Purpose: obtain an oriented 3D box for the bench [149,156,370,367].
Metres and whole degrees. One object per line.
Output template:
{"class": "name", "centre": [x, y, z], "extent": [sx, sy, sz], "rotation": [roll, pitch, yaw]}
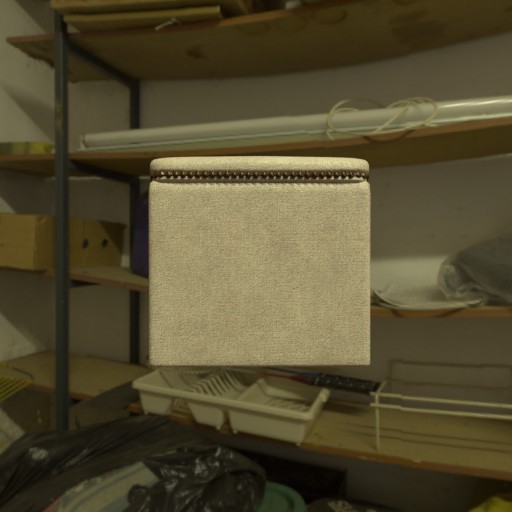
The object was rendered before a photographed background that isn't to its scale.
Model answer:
{"class": "bench", "centre": [0.000, 0.000, 1.639], "extent": [0.470, 0.447, 1.482], "rotation": [0, 1, -1]}
